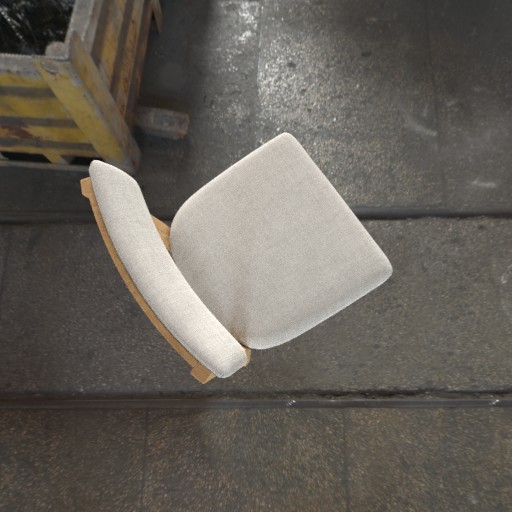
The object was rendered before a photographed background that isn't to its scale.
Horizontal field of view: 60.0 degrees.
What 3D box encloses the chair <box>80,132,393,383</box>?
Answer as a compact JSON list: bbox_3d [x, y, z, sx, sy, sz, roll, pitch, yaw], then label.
[{"bbox_3d":[0.000,0.000,1.224,0.572,0.832,0.508,-33,77,-8],"label":"chair"}]
